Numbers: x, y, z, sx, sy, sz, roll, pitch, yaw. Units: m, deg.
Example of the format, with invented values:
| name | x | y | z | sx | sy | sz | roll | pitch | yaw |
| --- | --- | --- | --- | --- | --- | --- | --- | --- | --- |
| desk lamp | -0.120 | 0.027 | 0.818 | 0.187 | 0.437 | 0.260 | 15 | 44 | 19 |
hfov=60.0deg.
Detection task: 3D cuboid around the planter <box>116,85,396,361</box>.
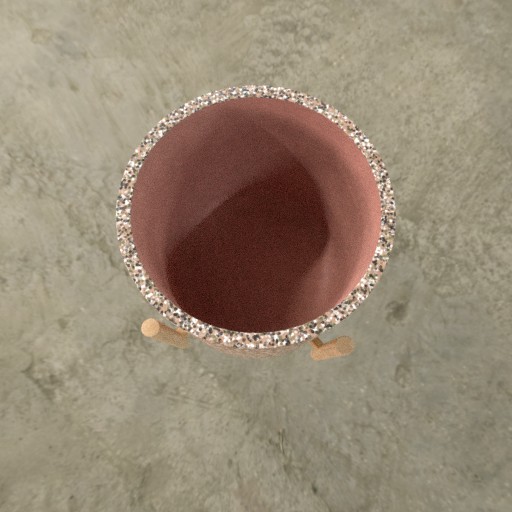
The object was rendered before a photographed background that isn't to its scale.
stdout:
| name | x | y | z | sx | sy | sz | roll | pitch | yaw |
| --- | --- | --- | --- | --- | --- | --- | --- | --- | --- |
| planter | 0.000 | 0.000 | 0.682 | 0.360 | 0.419 | 0.360 | -17 | 76 | -4 |
